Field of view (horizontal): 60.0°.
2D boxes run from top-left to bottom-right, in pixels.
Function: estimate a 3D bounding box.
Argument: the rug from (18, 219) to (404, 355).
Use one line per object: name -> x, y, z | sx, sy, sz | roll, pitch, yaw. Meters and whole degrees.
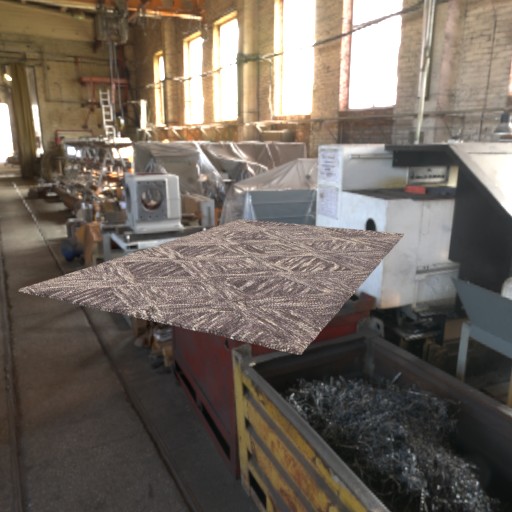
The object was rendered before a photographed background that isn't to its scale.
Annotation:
rug -> 0.000, 0.000, 2.262 | 1.186, 0.012, 1.814 | 7, 16, 26
